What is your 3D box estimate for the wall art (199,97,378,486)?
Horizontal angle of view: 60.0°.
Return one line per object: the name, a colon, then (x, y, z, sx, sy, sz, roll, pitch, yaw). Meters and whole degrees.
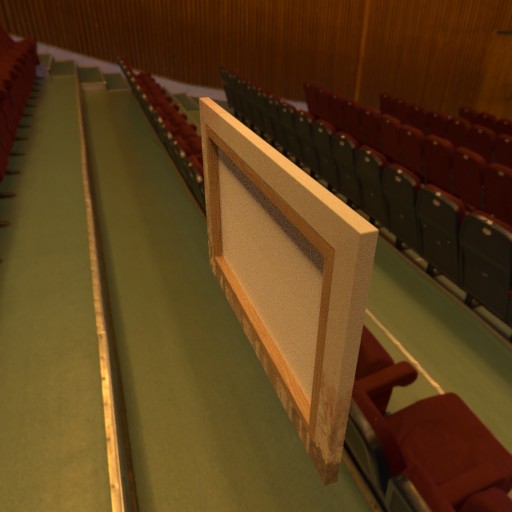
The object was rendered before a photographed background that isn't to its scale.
wall art: (0.000, 0.000, 1.430, 0.041, 0.758, 1.142, -11, 33, -17)
